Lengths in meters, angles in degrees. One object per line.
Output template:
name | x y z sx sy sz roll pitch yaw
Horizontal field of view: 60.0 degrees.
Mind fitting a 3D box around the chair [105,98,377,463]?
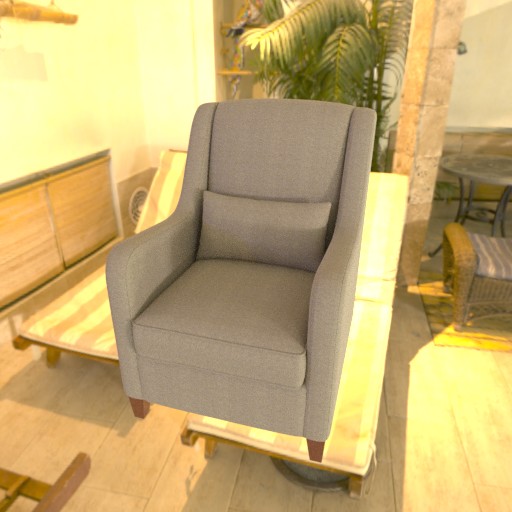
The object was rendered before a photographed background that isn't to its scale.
chair | 0.000 0.000 1.624 0.715 1.017 0.890 7 26 15
